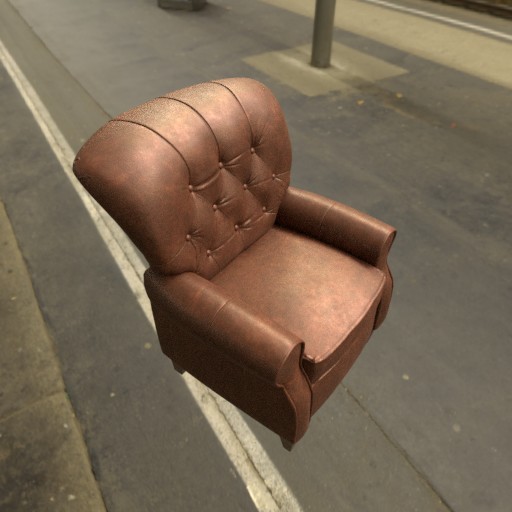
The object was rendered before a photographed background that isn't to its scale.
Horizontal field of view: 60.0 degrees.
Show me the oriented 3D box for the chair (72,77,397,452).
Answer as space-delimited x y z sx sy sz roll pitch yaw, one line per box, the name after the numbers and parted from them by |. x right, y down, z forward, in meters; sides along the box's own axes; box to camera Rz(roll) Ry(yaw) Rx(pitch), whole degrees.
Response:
0.000 0.000 1.876 1.031 1.162 0.979 26 47 27 | chair
